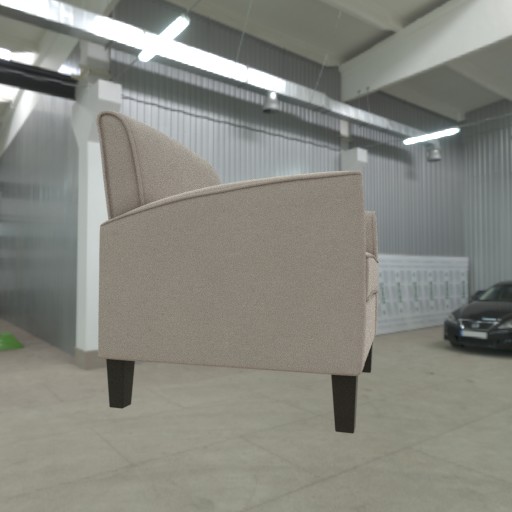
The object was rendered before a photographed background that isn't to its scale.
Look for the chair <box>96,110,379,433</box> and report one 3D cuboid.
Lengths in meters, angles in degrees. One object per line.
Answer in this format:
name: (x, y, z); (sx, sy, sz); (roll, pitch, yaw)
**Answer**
chair: (0.000, 0.000, 1.579); (0.820, 0.915, 0.820); (-1, -2, 18)
